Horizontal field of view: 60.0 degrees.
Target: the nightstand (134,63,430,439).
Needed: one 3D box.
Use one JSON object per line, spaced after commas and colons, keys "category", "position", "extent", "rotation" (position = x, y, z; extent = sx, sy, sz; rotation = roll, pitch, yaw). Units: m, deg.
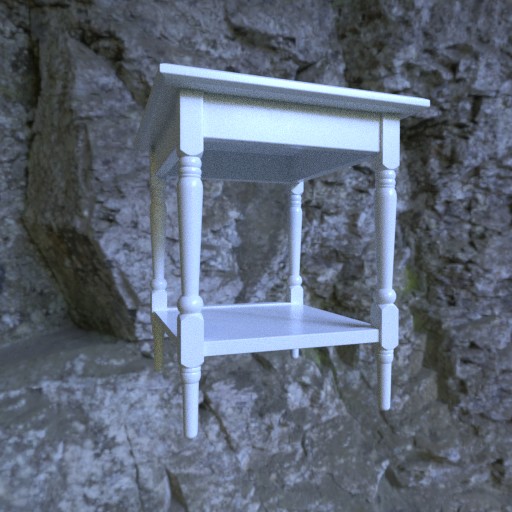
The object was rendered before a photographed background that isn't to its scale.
{"category": "nightstand", "position": [0.000, 0.000, 0.931], "extent": [0.459, 0.555, 0.505], "rotation": [0, 1, -19]}
